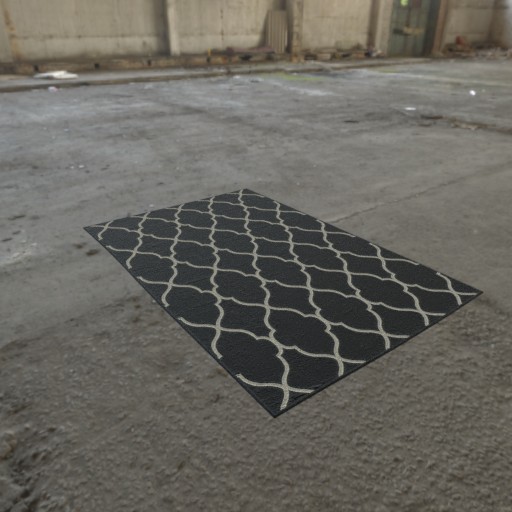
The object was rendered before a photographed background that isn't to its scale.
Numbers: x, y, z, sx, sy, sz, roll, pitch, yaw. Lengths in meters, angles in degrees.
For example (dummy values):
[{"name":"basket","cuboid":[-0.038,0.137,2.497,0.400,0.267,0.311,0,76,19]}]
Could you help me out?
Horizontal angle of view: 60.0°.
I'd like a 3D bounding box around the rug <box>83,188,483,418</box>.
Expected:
[{"name":"rug","cuboid":[0.000,0.000,2.905,1.526,0.014,2.290,-19,33,-32]}]
